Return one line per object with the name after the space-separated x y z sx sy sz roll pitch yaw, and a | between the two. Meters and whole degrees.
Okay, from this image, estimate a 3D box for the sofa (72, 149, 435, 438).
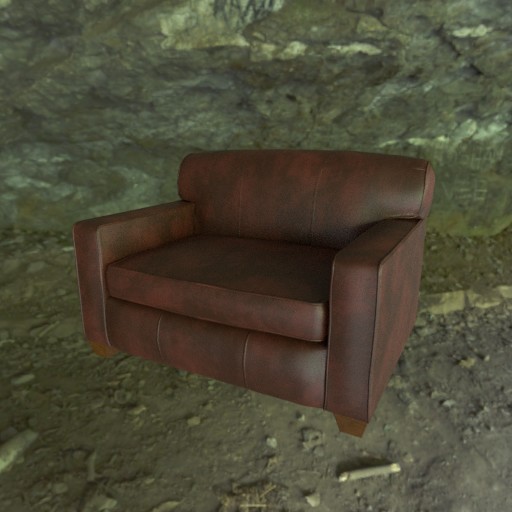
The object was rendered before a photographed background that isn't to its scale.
0.000 0.000 2.087 1.413 0.956 1.000 8 17 27 | sofa
